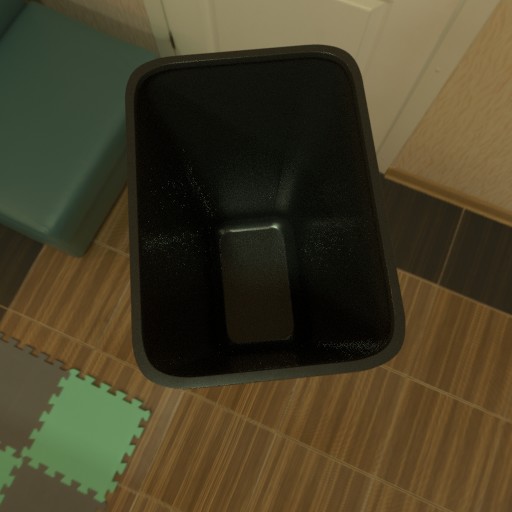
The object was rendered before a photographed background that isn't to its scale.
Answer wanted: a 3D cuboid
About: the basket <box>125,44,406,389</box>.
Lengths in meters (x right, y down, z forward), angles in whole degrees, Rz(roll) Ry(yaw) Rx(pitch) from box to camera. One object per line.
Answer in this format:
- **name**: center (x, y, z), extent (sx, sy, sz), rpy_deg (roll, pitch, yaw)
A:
- **basket**: center (0.000, 0.000, 0.748), extent (0.287, 0.521, 0.394), rpy_deg (-5, 76, -1)
